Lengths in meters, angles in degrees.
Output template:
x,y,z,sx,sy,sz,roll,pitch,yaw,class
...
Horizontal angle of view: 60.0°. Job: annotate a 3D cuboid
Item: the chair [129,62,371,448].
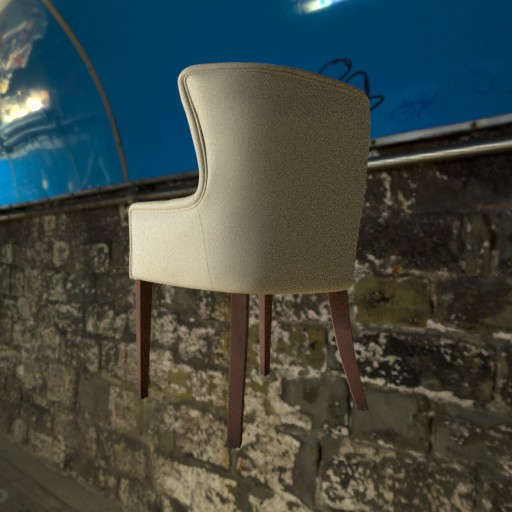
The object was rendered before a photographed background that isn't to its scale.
x,y,z,sx,sy,sz,roll,pitch,yaw,class
0.000,0.000,1.415,0.660,0.952,0.686,1,-2,-36,chair
